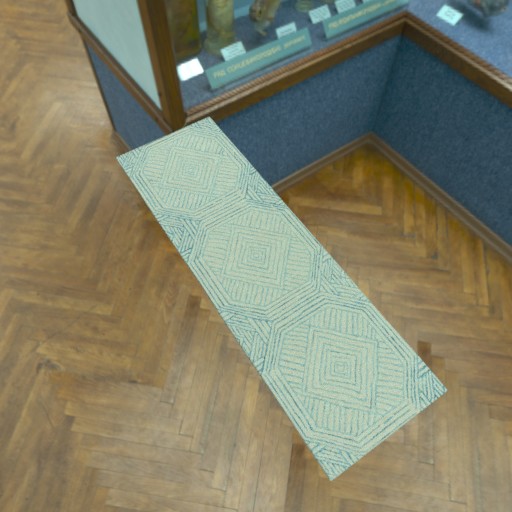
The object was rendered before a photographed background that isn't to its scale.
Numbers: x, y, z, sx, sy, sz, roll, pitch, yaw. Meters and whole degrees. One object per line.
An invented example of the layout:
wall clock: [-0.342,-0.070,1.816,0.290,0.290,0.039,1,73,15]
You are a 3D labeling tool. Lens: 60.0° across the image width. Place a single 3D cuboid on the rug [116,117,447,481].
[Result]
rug: [0.000,0.000,2.717,0.775,0.012,2.452,-29,63,-17]
